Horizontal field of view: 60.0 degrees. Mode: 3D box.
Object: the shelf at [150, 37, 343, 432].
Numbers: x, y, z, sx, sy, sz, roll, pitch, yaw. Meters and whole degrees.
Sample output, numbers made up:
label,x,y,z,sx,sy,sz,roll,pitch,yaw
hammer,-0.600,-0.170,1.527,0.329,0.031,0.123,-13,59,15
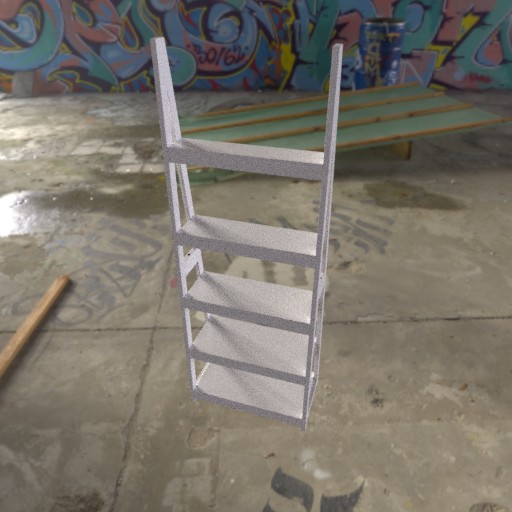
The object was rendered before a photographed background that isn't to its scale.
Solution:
label,x,y,z,sx,sy,sz,roll,pitch,yaw
shelf,0.000,0.000,1.997,0.636,1.779,0.341,10,33,15
